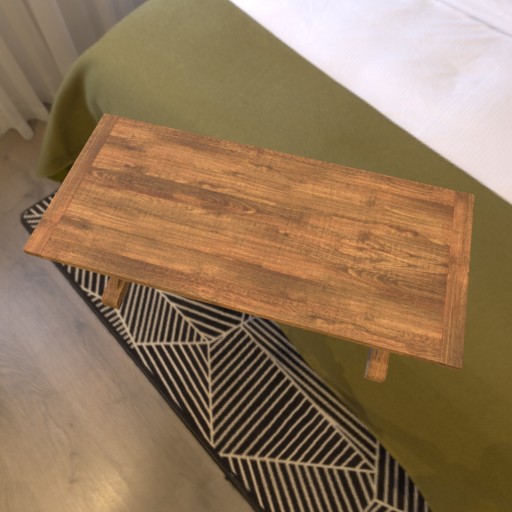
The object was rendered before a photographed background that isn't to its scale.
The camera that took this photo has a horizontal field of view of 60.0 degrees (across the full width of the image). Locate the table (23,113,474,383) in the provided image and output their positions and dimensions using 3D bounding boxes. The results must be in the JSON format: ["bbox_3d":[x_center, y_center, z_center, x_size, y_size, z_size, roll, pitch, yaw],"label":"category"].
[{"bbox_3d":[0.000,0.000,2.485,2.031,0.733,0.907,14,63,7],"label":"table"}]
